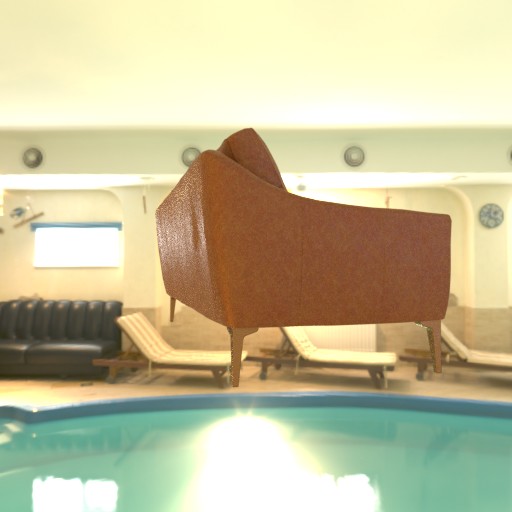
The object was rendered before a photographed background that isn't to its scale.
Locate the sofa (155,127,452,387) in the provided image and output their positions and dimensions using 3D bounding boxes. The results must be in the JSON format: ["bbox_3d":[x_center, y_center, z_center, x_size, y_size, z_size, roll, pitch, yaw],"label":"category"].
[{"bbox_3d":[0.000,0.000,2.529,0.981,0.945,2.036,0,-1,-18],"label":"sofa"}]
